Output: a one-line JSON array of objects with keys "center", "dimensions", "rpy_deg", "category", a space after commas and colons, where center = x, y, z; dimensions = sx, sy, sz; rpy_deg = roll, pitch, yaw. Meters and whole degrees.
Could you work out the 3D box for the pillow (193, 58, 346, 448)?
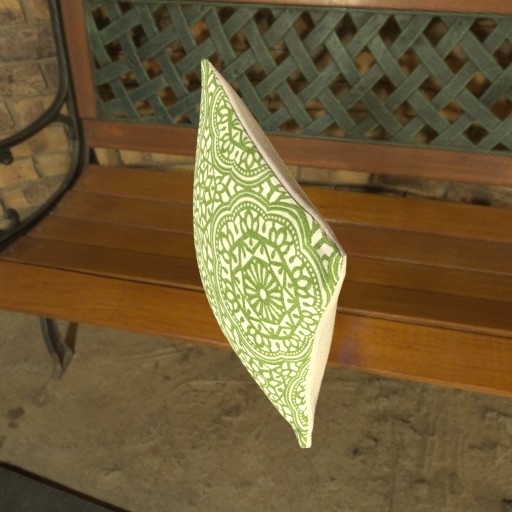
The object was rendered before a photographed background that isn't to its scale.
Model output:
[{"center": [0.000, 0.000, 0.660], "dimensions": [0.162, 0.419, 0.440], "rpy_deg": [-15, 48, -14], "category": "pillow"}]
